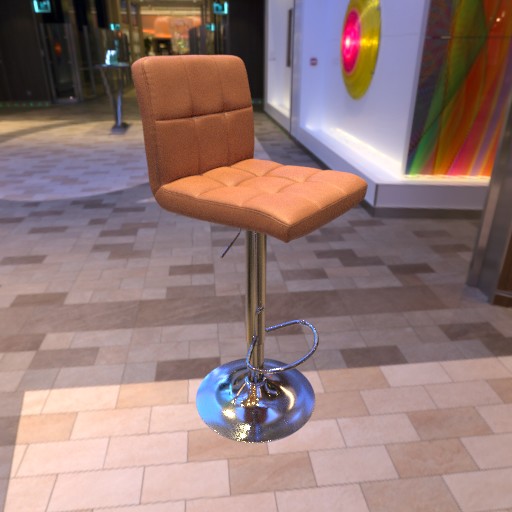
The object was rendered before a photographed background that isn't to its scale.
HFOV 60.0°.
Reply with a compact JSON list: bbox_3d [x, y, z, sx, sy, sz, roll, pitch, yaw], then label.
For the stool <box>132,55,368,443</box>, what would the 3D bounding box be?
[{"bbox_3d":[0.000,0.000,1.354,0.505,1.115,0.430,18,30,33],"label":"stool"}]
